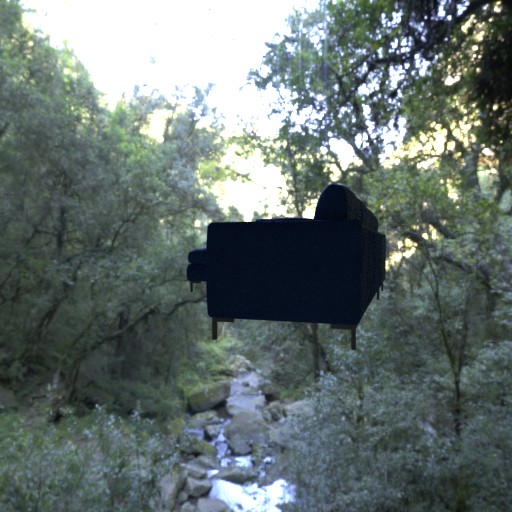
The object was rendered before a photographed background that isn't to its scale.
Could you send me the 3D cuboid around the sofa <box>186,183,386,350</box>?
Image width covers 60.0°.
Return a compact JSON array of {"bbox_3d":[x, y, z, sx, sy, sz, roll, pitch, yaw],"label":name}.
[{"bbox_3d":[0.000,0.000,3.759,2.007,0.815,2.949,0,1,19],"label":"sofa"}]
